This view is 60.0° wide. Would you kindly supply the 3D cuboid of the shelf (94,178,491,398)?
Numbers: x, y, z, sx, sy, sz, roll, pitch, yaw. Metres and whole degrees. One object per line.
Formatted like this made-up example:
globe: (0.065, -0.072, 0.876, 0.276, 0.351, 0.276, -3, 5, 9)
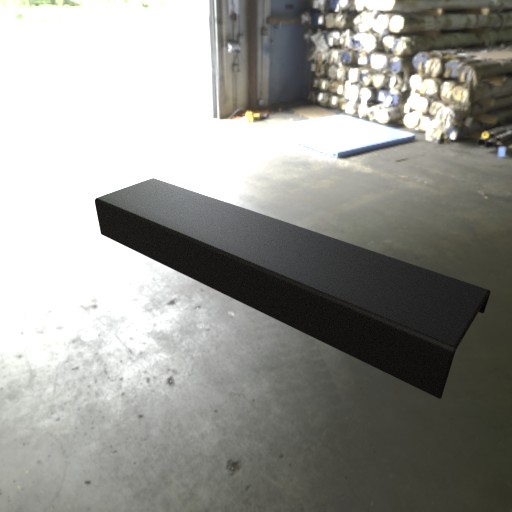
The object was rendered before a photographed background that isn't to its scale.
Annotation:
shelf: (0.000, 0.000, 0.496, 0.456, 0.053, 0.102, 22, 37, 33)
